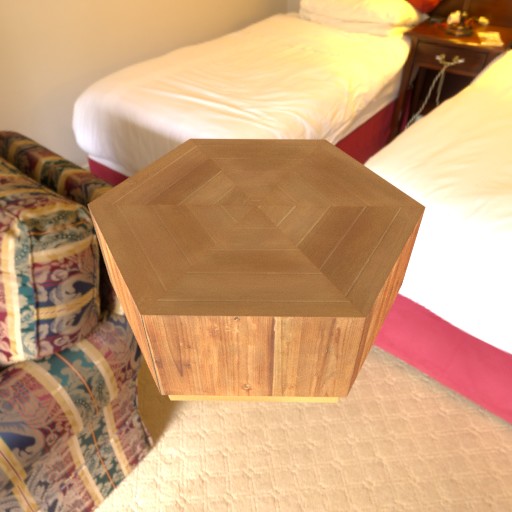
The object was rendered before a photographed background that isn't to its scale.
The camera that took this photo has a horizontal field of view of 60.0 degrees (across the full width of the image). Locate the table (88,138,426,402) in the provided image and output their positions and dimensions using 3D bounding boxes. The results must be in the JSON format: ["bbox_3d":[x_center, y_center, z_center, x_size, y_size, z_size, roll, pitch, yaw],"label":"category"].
[{"bbox_3d":[0.000,0.000,1.661,1.154,0.456,1.000,1,41,1],"label":"table"}]
